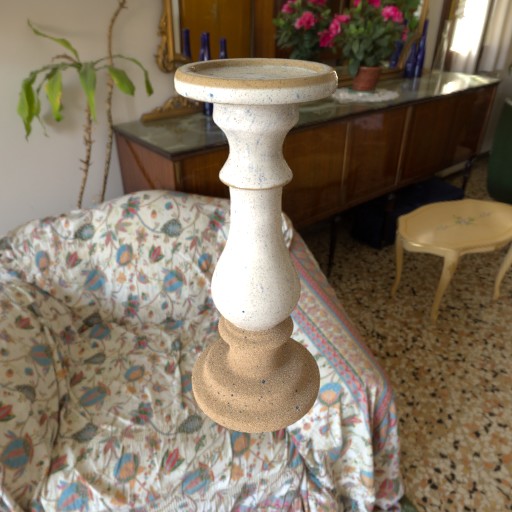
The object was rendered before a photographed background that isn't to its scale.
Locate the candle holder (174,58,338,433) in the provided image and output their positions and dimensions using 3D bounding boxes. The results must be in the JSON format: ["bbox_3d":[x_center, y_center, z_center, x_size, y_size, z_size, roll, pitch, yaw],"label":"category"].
[{"bbox_3d":[0.000,0.000,0.257,0.088,0.203,0.088,0,30,0],"label":"candle holder"}]
